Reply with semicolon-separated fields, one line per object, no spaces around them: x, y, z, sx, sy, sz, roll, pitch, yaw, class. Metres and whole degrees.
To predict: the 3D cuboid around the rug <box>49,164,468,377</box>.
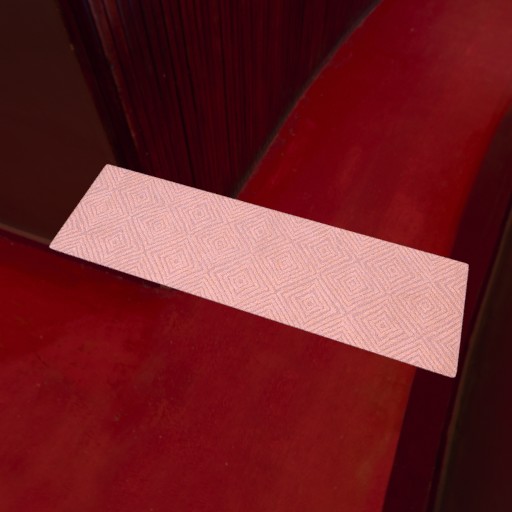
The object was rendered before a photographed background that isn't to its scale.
0.000;0.000;2.503;2.277;0.008;0.676;17;60;10;rug
